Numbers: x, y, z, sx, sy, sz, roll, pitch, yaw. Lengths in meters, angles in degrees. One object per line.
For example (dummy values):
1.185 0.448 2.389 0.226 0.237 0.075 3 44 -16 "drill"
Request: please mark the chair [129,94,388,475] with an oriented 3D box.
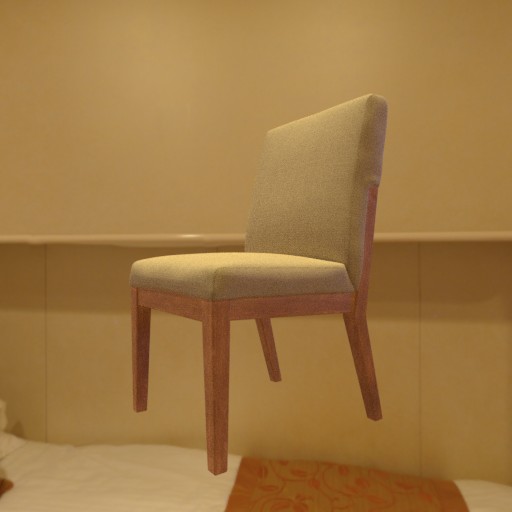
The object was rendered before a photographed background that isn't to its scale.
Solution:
0.000 0.000 1.272 0.586 0.911 0.507 0 1 -36 "chair"
